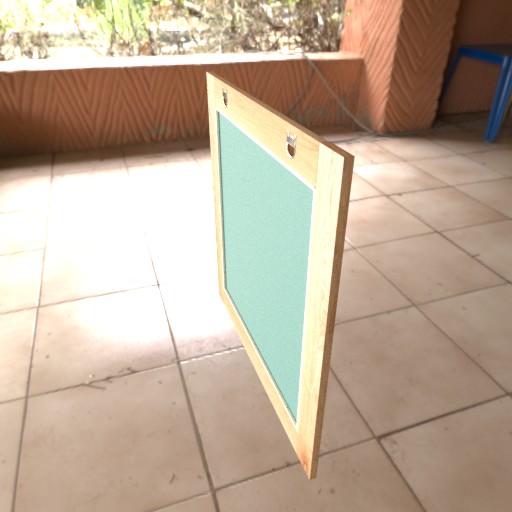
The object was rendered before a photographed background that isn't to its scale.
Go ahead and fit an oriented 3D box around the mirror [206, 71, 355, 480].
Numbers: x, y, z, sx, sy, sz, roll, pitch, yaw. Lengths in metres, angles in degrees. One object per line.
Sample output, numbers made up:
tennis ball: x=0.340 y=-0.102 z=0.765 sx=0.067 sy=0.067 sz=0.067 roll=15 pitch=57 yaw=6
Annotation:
mirror: x=0.000 y=0.000 z=1.179 sx=0.020 sy=0.800 sz=0.800 roll=-11 pitch=33 yaw=-17
